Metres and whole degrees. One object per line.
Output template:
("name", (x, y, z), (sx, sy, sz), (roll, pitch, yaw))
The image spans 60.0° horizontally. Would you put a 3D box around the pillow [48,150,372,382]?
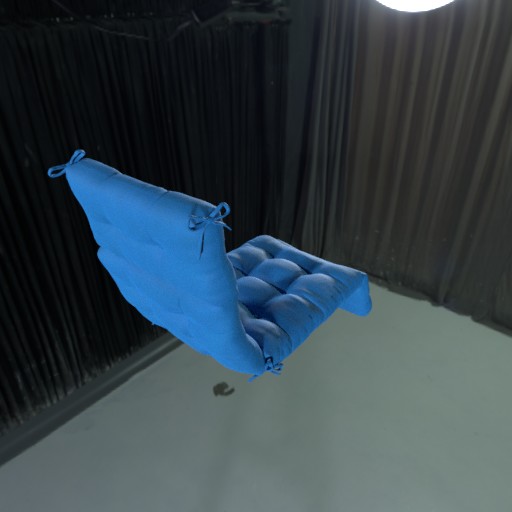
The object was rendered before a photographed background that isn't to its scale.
("pillow", (0.000, 0.000, 1.491), (0.526, 0.863, 1.016), (23, 39, 32))
